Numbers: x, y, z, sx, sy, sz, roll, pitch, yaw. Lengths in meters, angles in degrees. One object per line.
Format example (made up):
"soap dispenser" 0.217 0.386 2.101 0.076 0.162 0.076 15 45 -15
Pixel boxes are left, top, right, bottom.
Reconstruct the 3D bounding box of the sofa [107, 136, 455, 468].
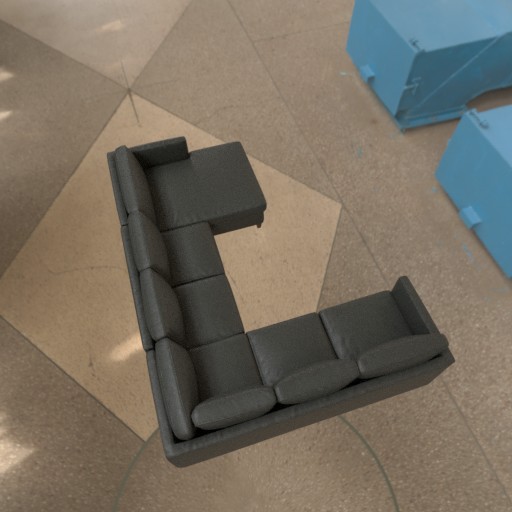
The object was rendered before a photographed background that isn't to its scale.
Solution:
"sofa" 0.000 0.000 4.707 2.593 0.923 3.460 -15 59 -9
